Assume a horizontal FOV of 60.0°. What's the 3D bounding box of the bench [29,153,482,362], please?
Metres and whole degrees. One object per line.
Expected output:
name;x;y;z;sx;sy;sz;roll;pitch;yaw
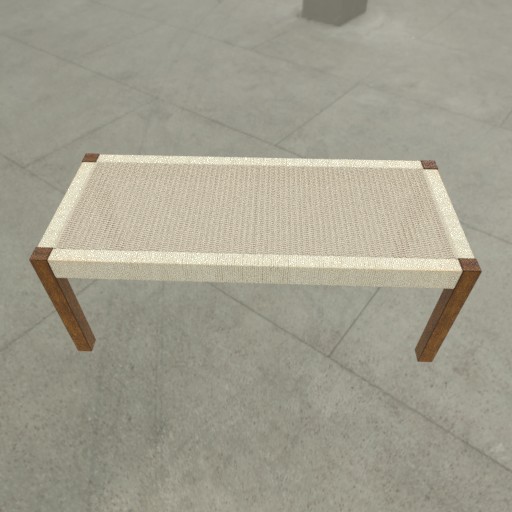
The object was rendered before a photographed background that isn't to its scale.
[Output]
bench;0.000;0.000;1.510;1.198;0.457;0.507;1;46;1
